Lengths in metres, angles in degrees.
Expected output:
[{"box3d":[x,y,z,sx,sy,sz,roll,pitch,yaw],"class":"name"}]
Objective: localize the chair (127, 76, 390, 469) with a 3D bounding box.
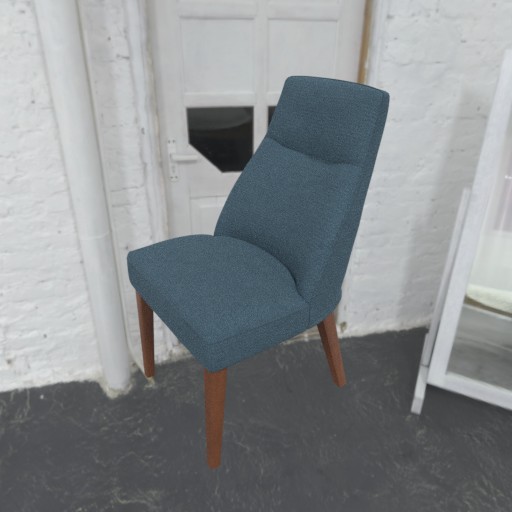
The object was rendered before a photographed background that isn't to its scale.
[{"box3d":[0.000,0.000,1.297,0.620,0.930,0.500,-19,34,-31],"class":"chair"}]
